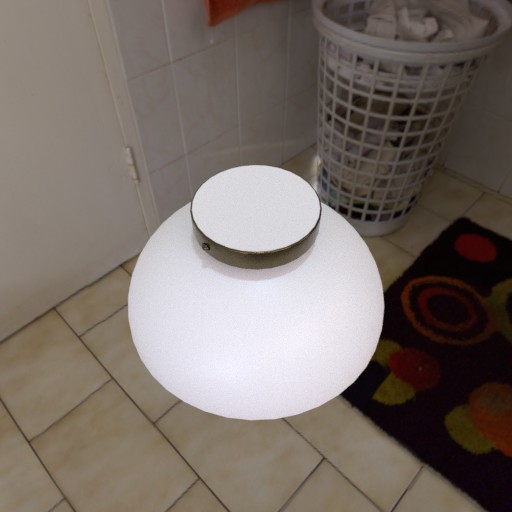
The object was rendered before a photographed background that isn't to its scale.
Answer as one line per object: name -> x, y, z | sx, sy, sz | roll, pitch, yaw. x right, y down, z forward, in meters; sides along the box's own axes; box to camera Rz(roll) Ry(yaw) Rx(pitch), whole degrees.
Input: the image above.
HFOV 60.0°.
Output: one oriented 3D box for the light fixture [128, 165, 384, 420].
light fixture -> 0.000, 0.000, 0.568 | 0.355, 0.177, 0.355 | 0, 49, 0
